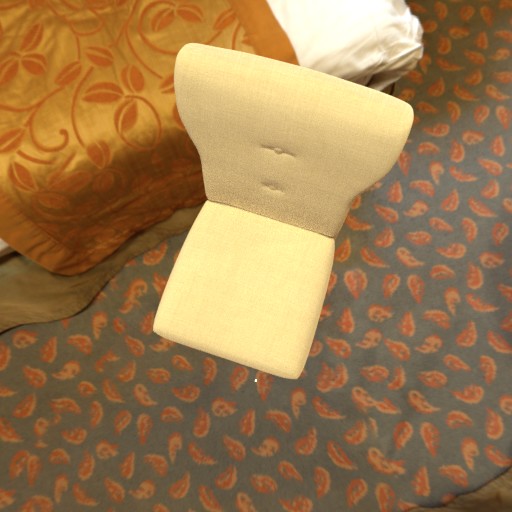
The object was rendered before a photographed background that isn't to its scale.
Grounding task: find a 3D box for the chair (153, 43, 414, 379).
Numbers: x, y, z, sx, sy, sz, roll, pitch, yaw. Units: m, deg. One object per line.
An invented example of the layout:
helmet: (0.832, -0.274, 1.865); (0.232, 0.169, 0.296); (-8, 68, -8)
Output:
chair: (0.000, 0.000, 1.277); (0.509, 0.921, 0.597); (17, 75, 5)
